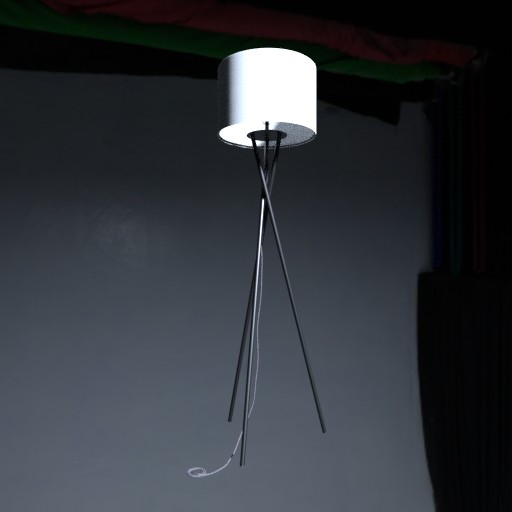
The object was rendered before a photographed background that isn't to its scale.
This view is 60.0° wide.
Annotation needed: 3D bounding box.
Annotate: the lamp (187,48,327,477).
[{"bbox_3d":[0.000,0.000,1.956,0.667,1.624,0.522,0,-1,-17],"label":"lamp"}]
